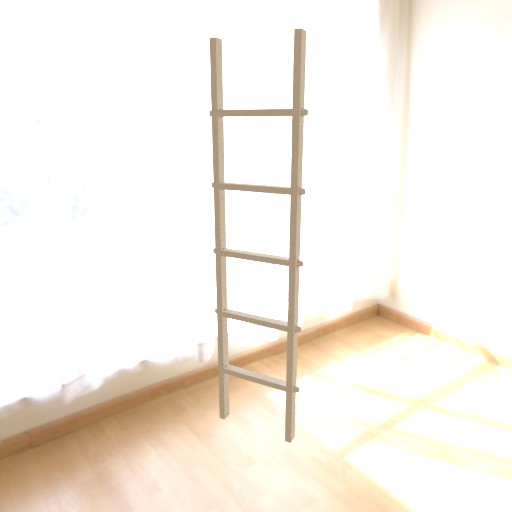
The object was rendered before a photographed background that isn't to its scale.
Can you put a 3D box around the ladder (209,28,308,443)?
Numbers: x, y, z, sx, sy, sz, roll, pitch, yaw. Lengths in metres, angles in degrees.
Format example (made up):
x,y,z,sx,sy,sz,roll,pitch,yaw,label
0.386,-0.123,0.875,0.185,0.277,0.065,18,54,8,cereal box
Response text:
x,y,z,sx,sy,sz,roll,pitch,yaw,label
0.000,0.000,1.976,0.452,1.797,0.051,9,19,27,ladder
